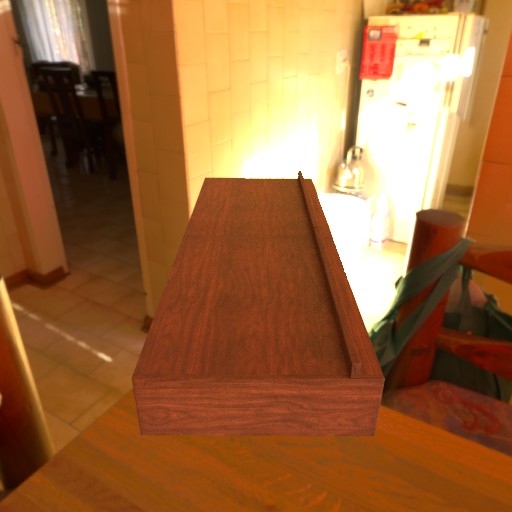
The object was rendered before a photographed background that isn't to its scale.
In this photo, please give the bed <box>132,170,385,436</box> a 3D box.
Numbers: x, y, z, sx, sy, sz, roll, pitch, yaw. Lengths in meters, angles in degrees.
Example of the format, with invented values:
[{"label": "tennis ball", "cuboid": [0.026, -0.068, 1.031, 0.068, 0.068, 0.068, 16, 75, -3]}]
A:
[{"label": "bed", "cuboid": [0.000, 0.000, 2.304, 0.787, 0.326, 2.057, 0, 27, 0]}]
